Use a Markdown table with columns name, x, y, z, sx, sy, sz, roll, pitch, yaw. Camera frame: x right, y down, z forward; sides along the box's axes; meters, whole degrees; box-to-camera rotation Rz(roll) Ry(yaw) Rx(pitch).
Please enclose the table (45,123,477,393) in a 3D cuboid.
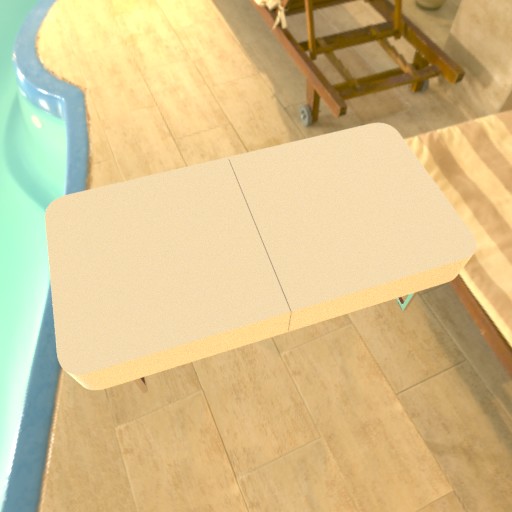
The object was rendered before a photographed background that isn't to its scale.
| name | x | y | z | sx | sy | sz | roll | pitch | yaw |
| --- | --- | --- | --- | --- | --- | --- | --- | --- | --- |
| table | 0.000 | 0.000 | 1.473 | 1.200 | 0.340 | 0.600 | -15 | 59 | -10 |
